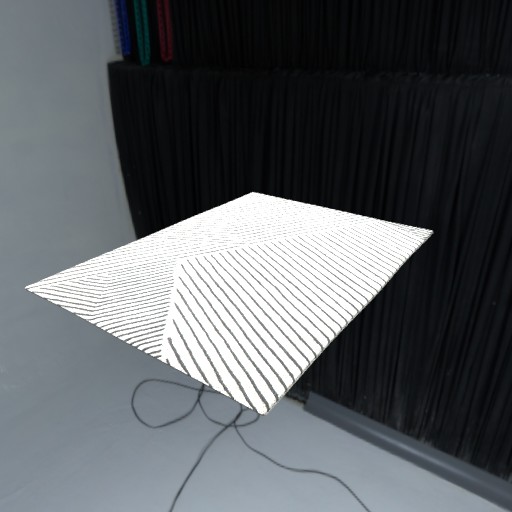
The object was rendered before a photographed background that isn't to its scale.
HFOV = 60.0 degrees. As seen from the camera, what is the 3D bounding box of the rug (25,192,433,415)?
[{"bbox_3d":[0.000,0.000,3.197,1.829,0.028,2.449,17,30,32],"label":"rug"}]
